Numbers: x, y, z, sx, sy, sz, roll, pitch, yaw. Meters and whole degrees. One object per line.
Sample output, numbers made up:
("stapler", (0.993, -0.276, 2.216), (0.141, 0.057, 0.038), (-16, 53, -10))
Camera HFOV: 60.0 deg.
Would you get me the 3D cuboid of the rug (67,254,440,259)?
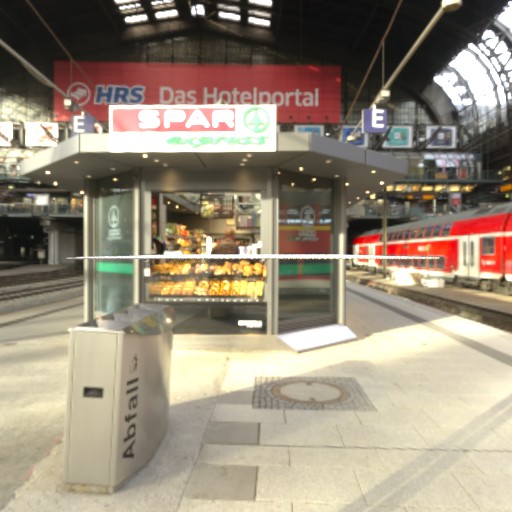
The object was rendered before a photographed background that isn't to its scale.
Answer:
("rug", (0.000, 0.000, 3.027), (1.532, 0.010, 2.441), (0, 0, 1))
